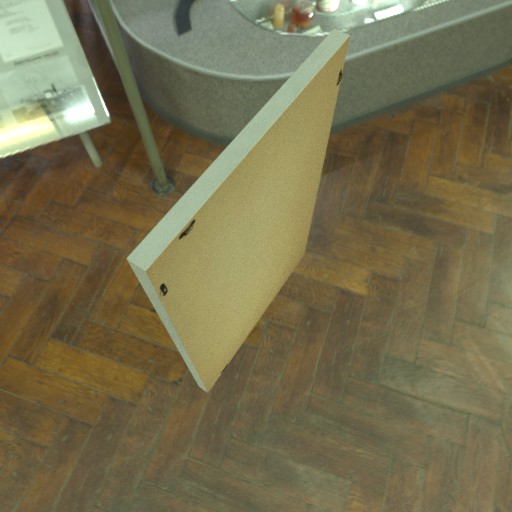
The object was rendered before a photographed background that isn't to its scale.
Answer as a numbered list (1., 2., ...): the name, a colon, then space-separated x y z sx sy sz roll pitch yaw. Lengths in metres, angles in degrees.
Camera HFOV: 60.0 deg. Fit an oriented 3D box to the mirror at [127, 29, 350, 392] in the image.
1. mirror: 0.000 0.000 1.152 0.041 0.915 0.609 31 67 15
